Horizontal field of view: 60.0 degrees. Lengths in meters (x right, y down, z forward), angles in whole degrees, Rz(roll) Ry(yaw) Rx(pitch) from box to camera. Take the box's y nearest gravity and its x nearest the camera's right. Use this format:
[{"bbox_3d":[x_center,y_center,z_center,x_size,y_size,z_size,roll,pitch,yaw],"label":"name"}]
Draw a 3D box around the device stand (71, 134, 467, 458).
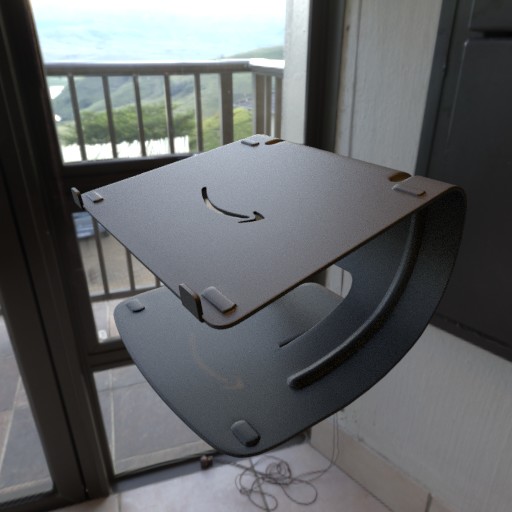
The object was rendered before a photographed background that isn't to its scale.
[{"bbox_3d":[0.000,0.000,0.390,0.236,0.155,0.256,-17,31,-31],"label":"device stand"}]
